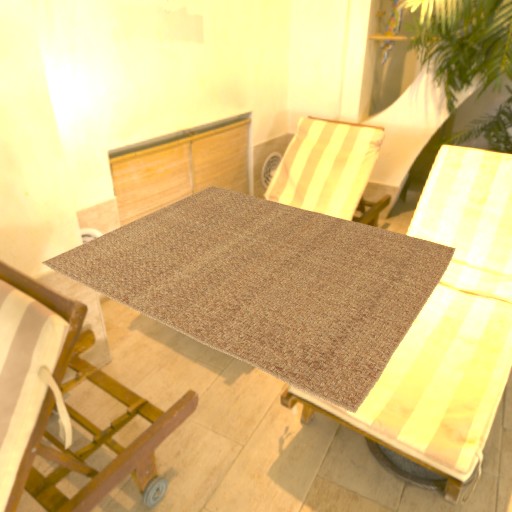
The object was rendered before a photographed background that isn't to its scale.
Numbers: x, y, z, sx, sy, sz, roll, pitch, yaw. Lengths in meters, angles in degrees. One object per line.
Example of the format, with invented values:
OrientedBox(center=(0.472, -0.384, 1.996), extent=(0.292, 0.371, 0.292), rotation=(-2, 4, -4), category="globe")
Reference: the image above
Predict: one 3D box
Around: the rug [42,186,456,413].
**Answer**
OrientedBox(center=(0.000, 0.000, 4.105), extent=(3.048, 0.013, 2.439), rotation=(19, 34, 30), category="rug")
